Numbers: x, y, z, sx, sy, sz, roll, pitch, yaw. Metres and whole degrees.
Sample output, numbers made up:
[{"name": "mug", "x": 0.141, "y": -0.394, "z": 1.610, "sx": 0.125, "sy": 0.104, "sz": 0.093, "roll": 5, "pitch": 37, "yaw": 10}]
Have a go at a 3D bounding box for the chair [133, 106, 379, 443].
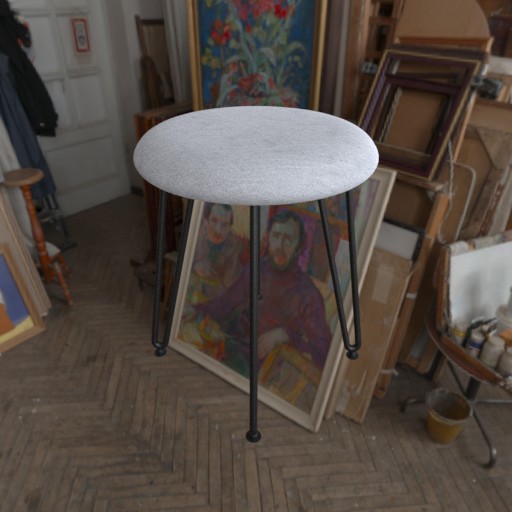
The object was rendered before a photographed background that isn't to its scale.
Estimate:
[{"name": "chair", "x": 0.000, "y": 0.000, "z": 0.654, "sx": 0.350, "sy": 0.386, "sz": 0.350, "roll": 1, "pitch": 31, "yaw": 1}]
